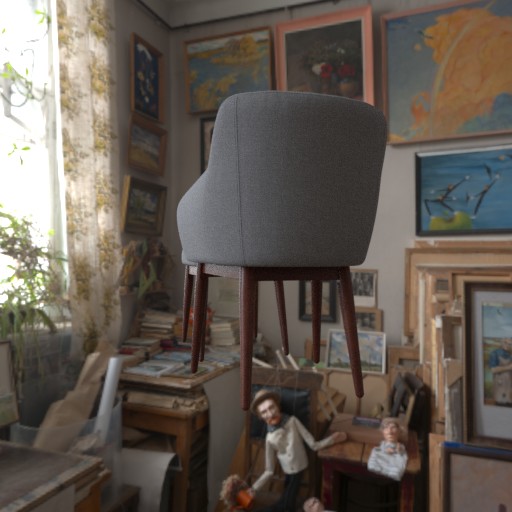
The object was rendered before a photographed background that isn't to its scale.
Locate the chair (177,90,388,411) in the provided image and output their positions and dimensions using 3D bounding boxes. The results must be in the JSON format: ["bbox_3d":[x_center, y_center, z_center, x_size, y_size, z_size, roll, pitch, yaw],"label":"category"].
[{"bbox_3d":[0.000,0.000,1.601,0.584,0.799,1.107,0,0,-18],"label":"chair"}]
